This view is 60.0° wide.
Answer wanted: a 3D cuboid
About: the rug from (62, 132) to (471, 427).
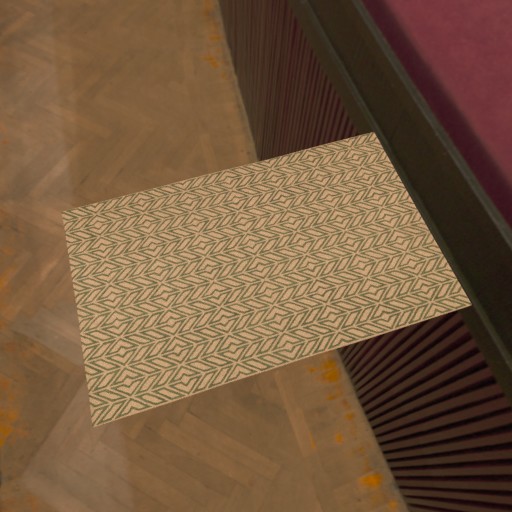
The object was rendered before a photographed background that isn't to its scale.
[{"bbox_3d":[0.000,0.000,3.011,2.435,0.011,1.517,-16,65,-8],"label":"rug"}]
